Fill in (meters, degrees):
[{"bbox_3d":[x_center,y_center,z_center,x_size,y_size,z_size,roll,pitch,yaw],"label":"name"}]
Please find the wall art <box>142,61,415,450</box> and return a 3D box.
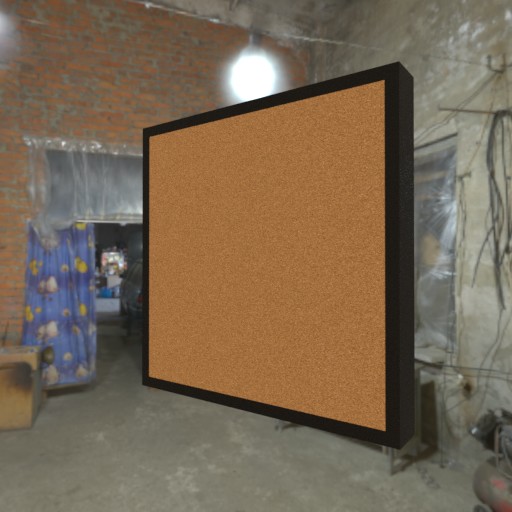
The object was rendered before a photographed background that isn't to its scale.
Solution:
[{"bbox_3d":[0.000,0.000,0.451,0.305,0.304,0.038,0,-1,36],"label":"wall art"}]
